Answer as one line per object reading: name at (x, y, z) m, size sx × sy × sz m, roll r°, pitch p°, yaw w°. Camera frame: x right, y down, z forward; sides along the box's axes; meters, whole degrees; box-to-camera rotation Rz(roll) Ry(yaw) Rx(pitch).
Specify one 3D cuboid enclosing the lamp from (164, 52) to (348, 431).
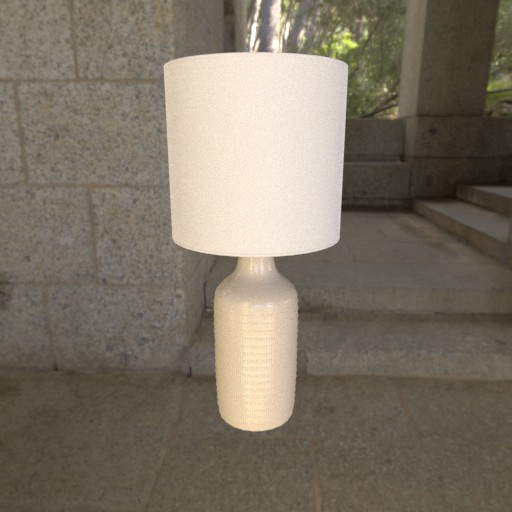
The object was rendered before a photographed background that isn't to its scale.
lamp at (0.000, 0.000, 0.603) m, size 0.220 × 0.475 × 0.220 m, roll -7°, pitch 17°, yaw -25°
